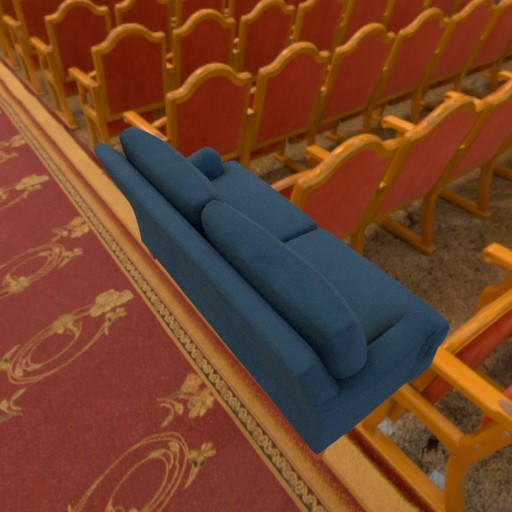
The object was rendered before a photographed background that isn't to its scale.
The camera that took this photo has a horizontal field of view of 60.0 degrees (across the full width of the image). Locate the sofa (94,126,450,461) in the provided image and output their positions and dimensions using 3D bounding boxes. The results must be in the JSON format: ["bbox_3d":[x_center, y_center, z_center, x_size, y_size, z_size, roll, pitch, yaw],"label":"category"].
[{"bbox_3d":[0.000,0.000,2.721,1.084,1.101,2.141,-26,48,-26],"label":"sofa"}]
